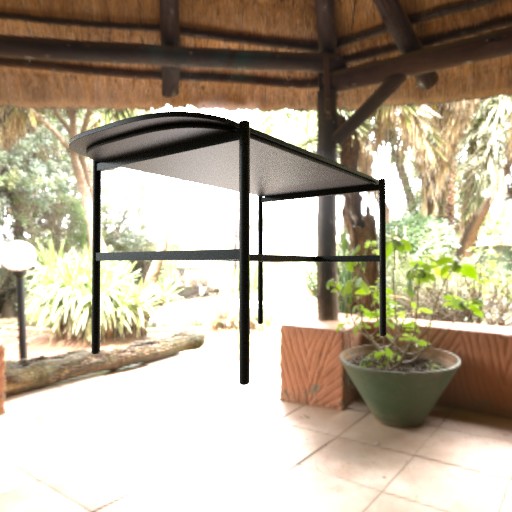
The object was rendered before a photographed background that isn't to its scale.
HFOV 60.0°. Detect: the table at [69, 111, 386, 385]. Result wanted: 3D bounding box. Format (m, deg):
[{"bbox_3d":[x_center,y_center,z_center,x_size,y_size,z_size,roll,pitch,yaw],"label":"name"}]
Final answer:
[{"bbox_3d":[0.000,0.000,1.015,0.400,0.400,0.800,-1,-1,37],"label":"table"}]
